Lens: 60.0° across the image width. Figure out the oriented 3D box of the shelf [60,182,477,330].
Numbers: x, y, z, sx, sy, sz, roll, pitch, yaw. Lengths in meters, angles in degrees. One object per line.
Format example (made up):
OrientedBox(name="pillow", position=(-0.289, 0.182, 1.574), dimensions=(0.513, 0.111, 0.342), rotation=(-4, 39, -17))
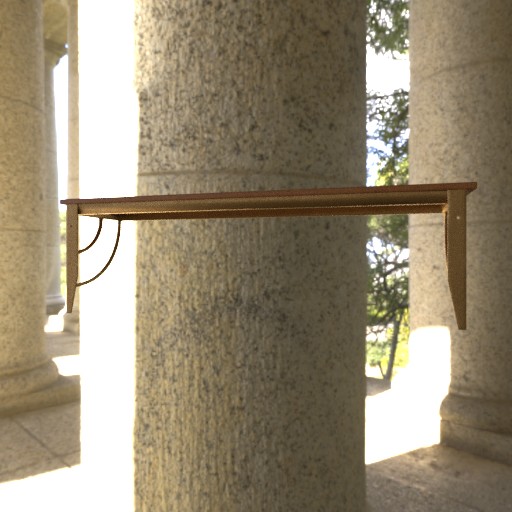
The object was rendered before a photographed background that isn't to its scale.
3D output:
OrientedBox(name="shelf", position=(0.000, 0.000, 0.734), dimensions=(0.636, 0.190, 0.166), rotation=(0, 0, 16))
